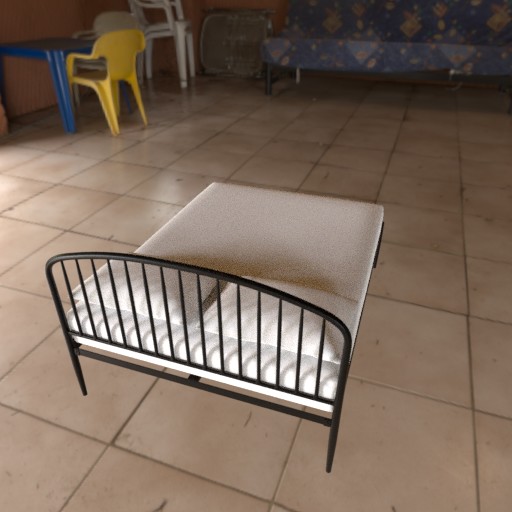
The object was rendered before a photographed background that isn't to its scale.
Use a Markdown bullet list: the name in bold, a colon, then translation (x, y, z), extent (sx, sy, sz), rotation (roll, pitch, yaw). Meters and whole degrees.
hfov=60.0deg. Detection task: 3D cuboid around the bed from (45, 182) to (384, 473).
- **bed**: translation (0.000, 0.000, 3.155), extent (1.618, 1.166, 2.159), rotation (10, 33, 16)
